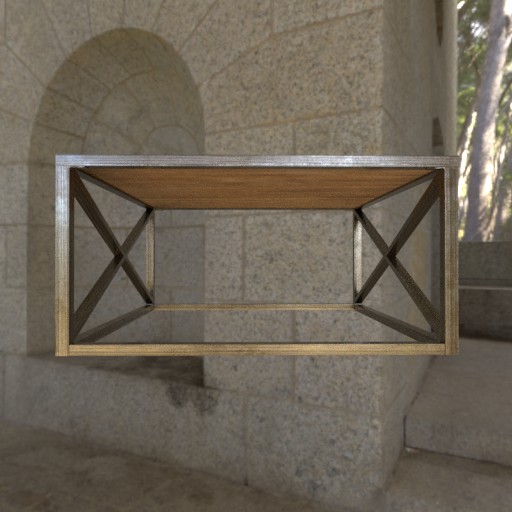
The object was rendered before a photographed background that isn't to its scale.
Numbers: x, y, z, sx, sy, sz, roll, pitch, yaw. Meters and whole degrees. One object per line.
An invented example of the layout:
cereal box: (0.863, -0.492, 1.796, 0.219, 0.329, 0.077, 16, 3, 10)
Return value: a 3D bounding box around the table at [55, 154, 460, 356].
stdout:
table: (0.000, 0.000, 1.445, 0.909, 0.451, 0.899, 0, 0, -1)
